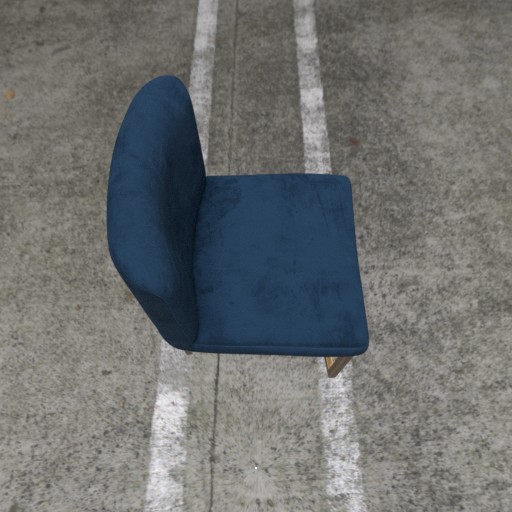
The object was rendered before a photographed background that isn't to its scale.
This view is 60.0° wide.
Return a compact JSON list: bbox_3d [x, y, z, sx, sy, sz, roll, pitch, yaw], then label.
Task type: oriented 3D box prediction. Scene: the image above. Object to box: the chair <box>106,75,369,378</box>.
[{"bbox_3d":[0.000,0.000,1.188,0.560,0.824,0.530,0,64,0],"label":"chair"}]
